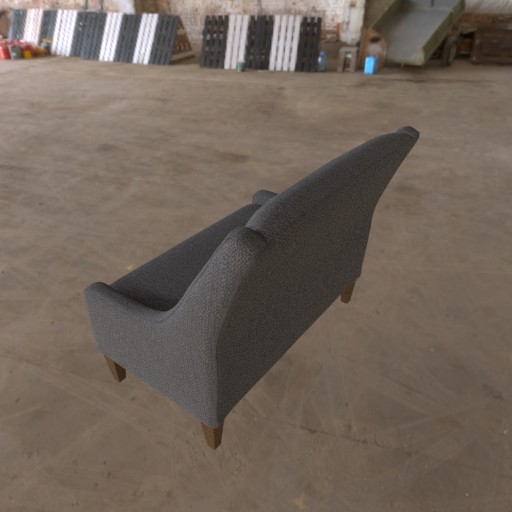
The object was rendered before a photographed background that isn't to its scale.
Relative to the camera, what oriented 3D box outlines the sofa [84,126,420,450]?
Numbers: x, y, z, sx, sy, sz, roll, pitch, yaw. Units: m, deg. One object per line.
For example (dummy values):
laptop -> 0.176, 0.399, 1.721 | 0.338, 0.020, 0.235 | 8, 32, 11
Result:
sofa -> 0.000, 0.000, 1.965 | 0.873, 1.022, 1.242 | 22, 38, 30
